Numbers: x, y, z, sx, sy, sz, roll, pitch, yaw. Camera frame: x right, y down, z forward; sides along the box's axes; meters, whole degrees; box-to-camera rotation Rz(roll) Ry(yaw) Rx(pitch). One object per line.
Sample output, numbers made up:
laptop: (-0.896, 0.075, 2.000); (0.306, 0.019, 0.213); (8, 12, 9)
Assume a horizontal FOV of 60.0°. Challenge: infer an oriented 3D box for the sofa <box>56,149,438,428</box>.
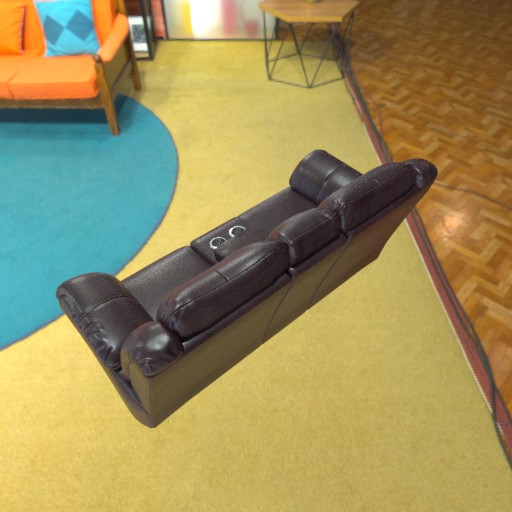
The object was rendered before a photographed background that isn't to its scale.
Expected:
sofa: (0.000, 0.000, 2.615); (2.058, 1.043, 0.991); (-32, 54, -28)
